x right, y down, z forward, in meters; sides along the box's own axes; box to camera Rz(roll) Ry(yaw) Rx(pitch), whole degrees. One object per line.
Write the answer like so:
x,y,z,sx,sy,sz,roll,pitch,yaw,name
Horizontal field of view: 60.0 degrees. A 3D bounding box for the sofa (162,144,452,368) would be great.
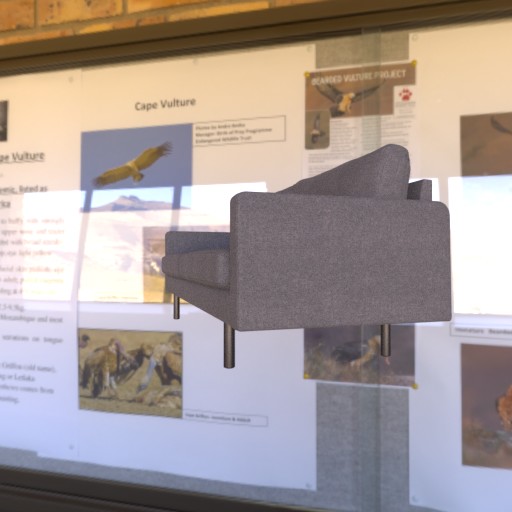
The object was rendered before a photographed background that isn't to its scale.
0.000,0.000,2.528,0.880,0.880,2.100,0,-1,-18,sofa
